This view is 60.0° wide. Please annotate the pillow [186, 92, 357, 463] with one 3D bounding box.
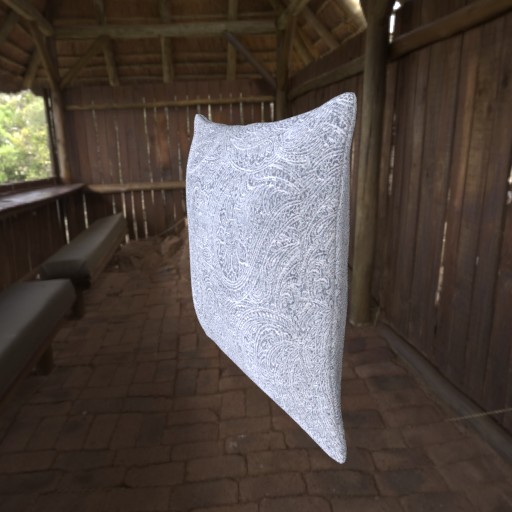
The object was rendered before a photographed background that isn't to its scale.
[{"bbox_3d":[0.000,0.000,0.794,0.166,0.510,0.523,-8,16,-27],"label":"pillow"}]
